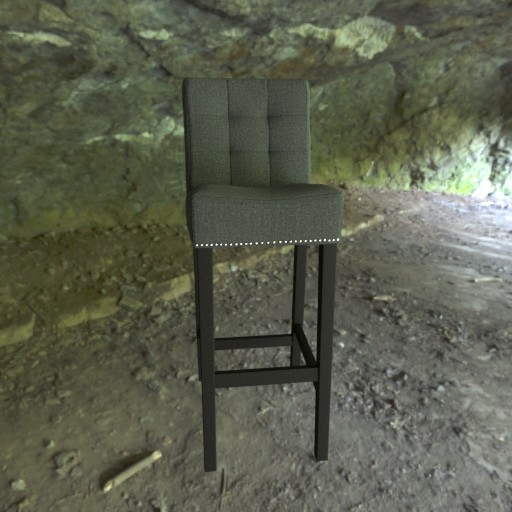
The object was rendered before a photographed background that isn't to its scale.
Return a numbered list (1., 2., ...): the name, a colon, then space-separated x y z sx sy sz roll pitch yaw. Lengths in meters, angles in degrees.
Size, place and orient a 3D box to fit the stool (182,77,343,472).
1. stool: 0.000 0.000 1.332 0.411 1.047 0.548 -2 16 -7
